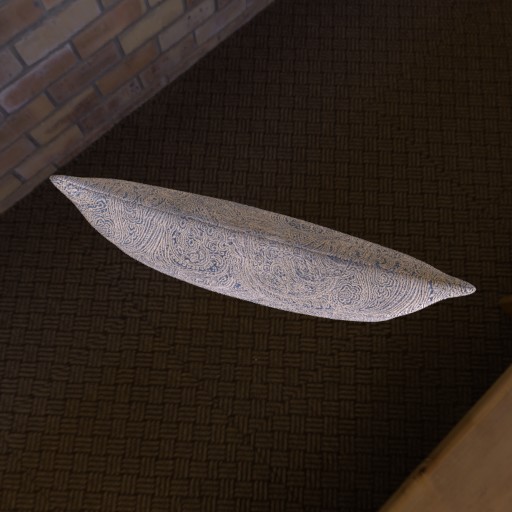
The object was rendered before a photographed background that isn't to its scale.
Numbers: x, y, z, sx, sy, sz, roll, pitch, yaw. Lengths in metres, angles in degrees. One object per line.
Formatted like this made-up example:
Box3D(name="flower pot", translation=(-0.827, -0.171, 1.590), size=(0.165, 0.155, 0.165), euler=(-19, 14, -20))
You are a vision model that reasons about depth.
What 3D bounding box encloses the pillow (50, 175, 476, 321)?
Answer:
Box3D(name="pillow", translation=(0.000, 0.000, 0.756), size=(0.615, 0.295, 0.151), euler=(15, 77, 3))
